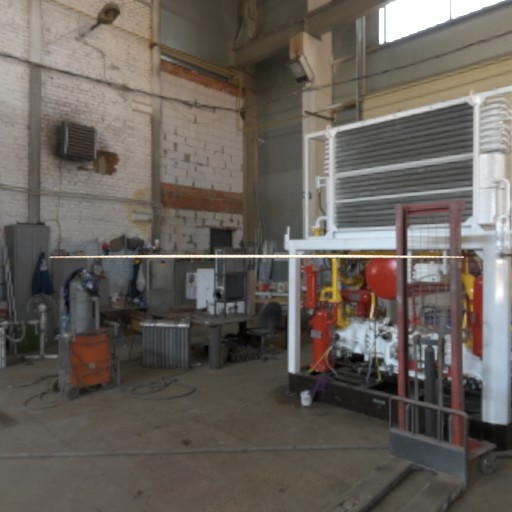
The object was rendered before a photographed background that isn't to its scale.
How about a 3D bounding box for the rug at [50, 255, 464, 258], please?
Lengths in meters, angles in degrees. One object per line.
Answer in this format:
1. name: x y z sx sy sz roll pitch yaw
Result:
1. rug: 0.000 0.000 4.131 2.442 0.008 3.046 0 0 0
